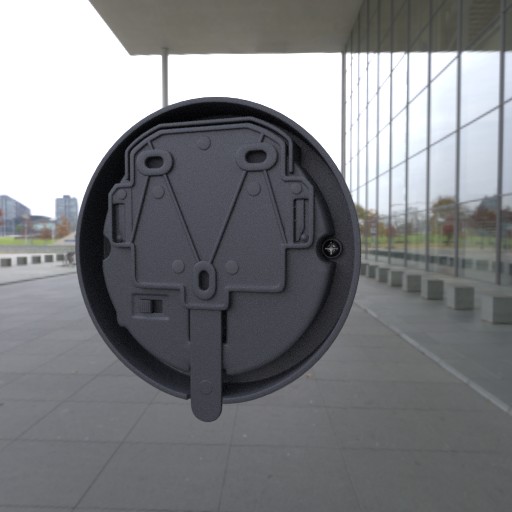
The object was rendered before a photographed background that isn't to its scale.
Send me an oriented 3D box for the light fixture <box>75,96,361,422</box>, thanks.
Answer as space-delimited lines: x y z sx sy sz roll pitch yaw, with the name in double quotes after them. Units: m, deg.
0.000 0.000 0.270 0.134 0.143 0.160 1 2 17 "light fixture"
